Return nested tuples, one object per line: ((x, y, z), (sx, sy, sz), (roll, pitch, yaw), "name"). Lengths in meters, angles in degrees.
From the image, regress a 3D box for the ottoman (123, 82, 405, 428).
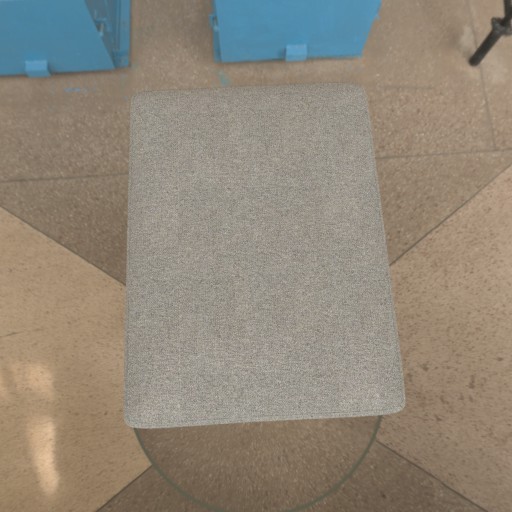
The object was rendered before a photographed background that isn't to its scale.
((0.000, 0.000, 1.199), (0.611, 0.441, 0.821), (-3, 75, -1), "ottoman")
